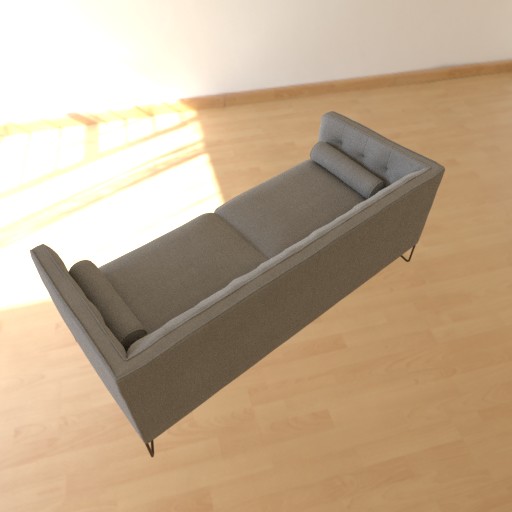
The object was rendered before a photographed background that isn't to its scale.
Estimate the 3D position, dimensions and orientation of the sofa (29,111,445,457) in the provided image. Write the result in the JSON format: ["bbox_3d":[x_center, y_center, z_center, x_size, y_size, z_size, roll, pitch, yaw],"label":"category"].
[{"bbox_3d":[0.000,0.000,2.560,2.079,0.798,0.912,-31,54,-26],"label":"sofa"}]
